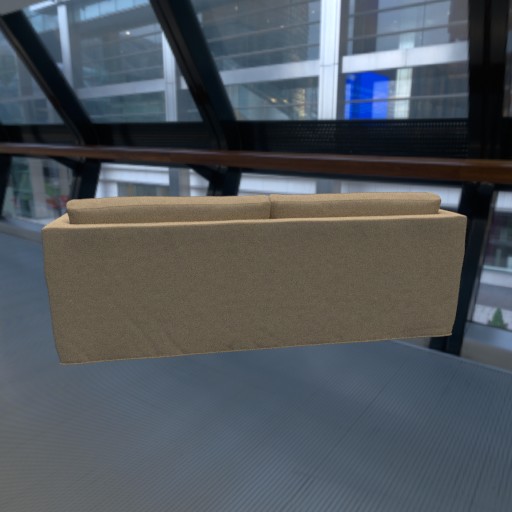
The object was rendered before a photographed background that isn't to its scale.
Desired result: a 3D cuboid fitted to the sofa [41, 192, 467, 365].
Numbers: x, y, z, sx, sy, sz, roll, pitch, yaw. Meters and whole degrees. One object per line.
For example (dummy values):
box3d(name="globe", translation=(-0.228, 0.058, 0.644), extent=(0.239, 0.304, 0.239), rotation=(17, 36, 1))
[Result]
box3d(name="sofa", translation=(0.000, 0.000, 2.834), extent=(2.312, 0.853, 0.962), rotation=(-2, 14, -9))
